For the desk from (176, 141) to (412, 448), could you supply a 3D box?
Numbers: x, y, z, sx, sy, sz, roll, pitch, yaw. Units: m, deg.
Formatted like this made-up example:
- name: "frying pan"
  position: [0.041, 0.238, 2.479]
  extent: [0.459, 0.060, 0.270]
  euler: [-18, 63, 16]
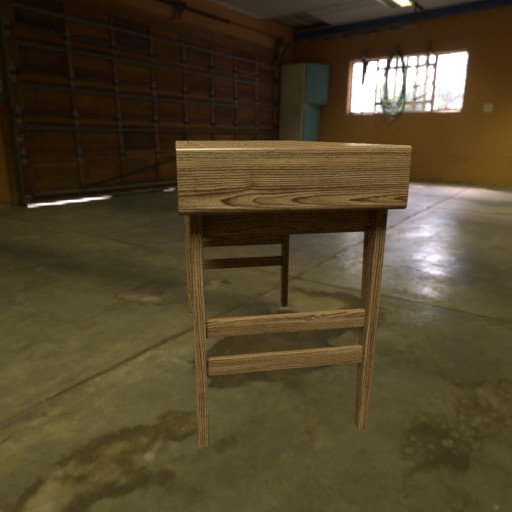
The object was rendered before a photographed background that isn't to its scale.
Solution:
- name: "desk"
  position: [0.000, 0.000, 1.521]
  extent: [0.508, 0.755, 1.067]
  euler: [-3, 15, -10]
